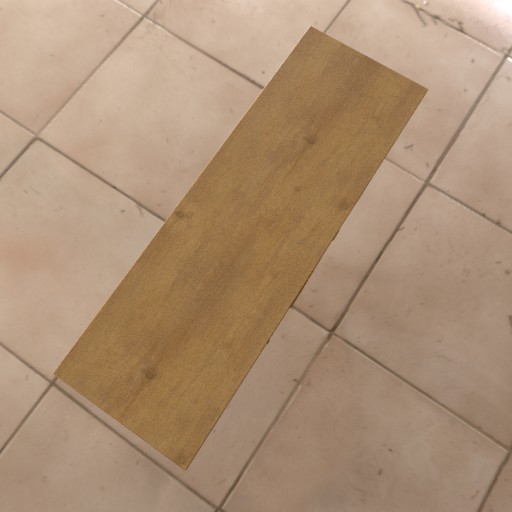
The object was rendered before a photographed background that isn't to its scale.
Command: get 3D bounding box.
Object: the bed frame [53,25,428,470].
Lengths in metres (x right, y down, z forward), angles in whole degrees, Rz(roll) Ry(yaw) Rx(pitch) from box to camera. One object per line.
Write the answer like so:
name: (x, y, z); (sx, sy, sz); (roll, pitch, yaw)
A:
bed frame: (0.000, 0.000, 1.682); (0.430, 0.850, 1.300); (32, 78, 8)
